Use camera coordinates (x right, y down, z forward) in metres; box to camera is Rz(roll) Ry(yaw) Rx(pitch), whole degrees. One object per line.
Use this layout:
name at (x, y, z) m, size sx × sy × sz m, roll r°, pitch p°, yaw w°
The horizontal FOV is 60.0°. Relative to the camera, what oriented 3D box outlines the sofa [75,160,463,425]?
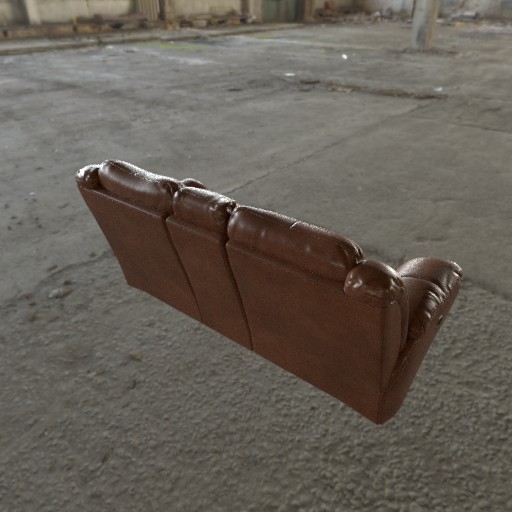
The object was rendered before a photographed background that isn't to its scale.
sofa at (0.000, 0.000, 2.580) m, size 2.058 × 1.043 × 0.991 m, roll 22°, pitch 37°, yaw 32°
